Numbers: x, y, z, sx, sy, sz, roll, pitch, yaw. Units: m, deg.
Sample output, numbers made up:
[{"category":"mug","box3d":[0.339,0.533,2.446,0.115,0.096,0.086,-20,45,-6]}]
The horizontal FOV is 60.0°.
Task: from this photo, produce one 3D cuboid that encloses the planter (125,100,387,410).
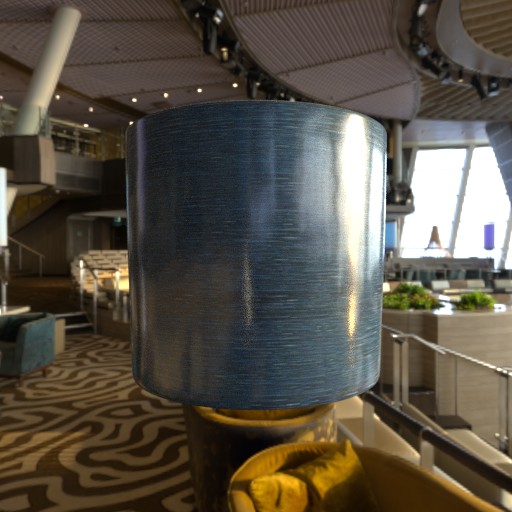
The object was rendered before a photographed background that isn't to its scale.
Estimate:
[{"category":"planter","box3d":[0.000,0.000,0.393,0.221,0.201,0.221,0,1,0]}]
